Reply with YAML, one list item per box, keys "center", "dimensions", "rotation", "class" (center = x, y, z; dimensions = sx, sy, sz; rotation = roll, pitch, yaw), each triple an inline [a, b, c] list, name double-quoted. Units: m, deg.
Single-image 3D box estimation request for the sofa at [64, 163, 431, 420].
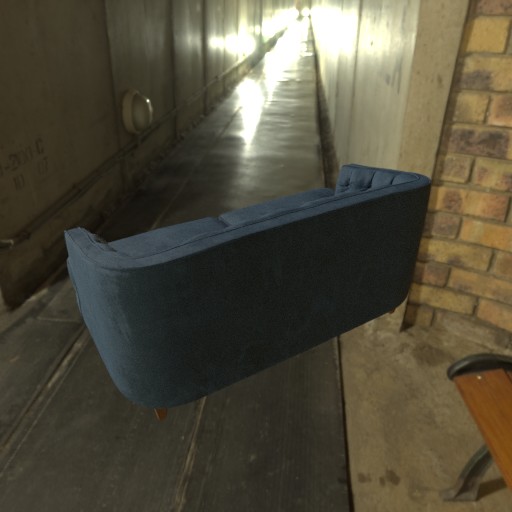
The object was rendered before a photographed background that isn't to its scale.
- center: [0.000, 0.000, 2.318]
  dimensions: [1.733, 0.854, 0.941]
  rotation: [-18, 35, -27]
  class: "sofa"
